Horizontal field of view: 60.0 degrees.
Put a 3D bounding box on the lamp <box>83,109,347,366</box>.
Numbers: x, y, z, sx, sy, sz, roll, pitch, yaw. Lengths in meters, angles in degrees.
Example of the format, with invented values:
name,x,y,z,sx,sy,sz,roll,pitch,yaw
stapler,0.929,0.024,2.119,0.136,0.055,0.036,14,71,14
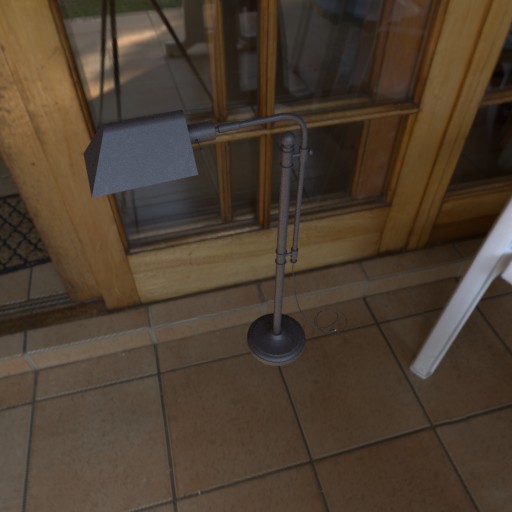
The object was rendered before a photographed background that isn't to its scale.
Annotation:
name,x,y,z,sx,sy,sz,roll,pitch,yaw
lamp,0.000,0.000,0.939,0.545,0.708,0.159,-15,48,-14
